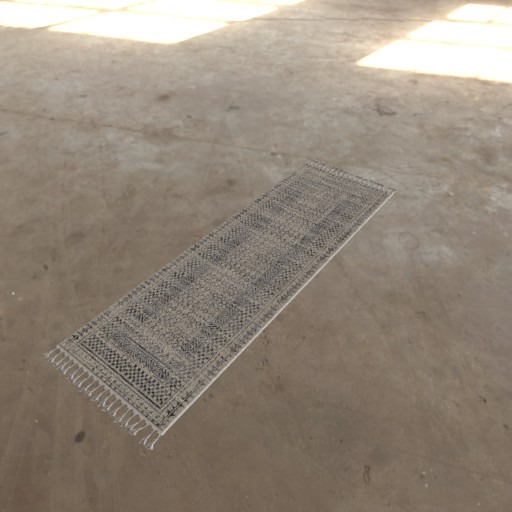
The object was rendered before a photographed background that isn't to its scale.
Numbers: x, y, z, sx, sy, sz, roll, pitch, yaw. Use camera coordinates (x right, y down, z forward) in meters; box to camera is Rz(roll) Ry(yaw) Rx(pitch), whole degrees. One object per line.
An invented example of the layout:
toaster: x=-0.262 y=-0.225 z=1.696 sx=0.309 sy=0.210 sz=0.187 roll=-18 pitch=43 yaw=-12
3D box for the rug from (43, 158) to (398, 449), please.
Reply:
rug: x=0.000 y=0.000 z=2.735 sx=0.786 sy=0.013 sz=2.480 roll=27 pitch=48 yaw=27
